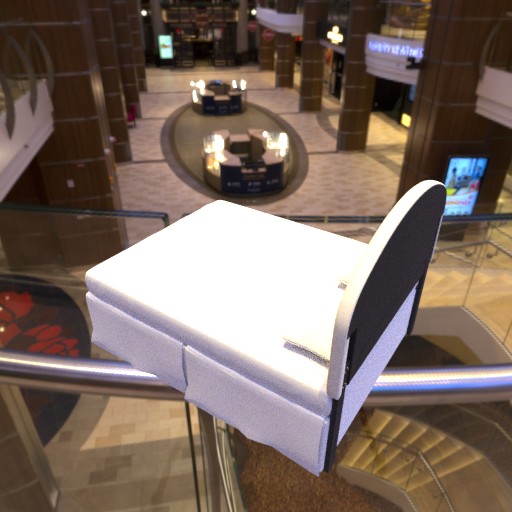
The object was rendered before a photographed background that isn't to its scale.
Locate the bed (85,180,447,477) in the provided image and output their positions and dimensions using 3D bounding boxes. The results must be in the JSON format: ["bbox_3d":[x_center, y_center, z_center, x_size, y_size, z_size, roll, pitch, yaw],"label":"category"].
[{"bbox_3d":[0.000,0.000,3.073,2.005,1.410,1.607,20,37,29],"label":"bed"}]
